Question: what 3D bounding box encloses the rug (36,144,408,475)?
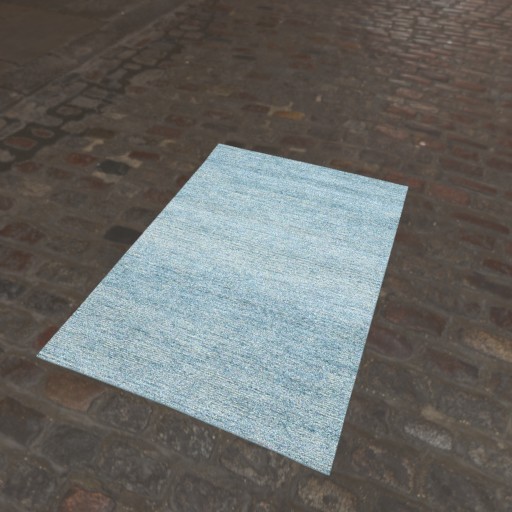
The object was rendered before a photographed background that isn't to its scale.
[{"bbox_3d":[0.000,0.000,2.874,1.611,0.026,2.260,16,48,15],"label":"rug"}]
